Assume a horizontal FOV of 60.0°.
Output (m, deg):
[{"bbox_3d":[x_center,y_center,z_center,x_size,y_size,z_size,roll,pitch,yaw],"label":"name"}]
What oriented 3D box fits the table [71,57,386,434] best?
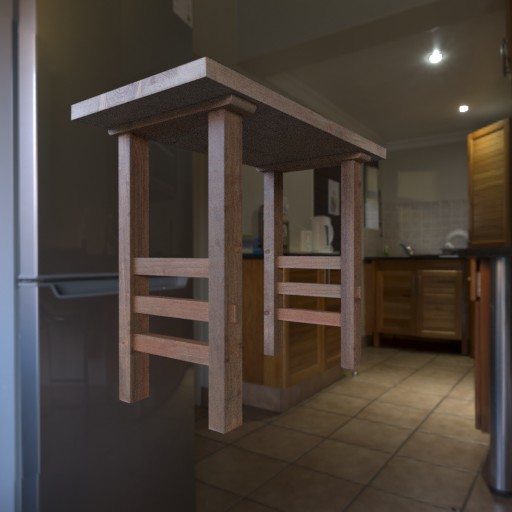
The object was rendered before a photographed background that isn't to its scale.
[{"bbox_3d":[0.000,0.000,1.621,0.556,0.914,1.119,0,1,37],"label":"table"}]
